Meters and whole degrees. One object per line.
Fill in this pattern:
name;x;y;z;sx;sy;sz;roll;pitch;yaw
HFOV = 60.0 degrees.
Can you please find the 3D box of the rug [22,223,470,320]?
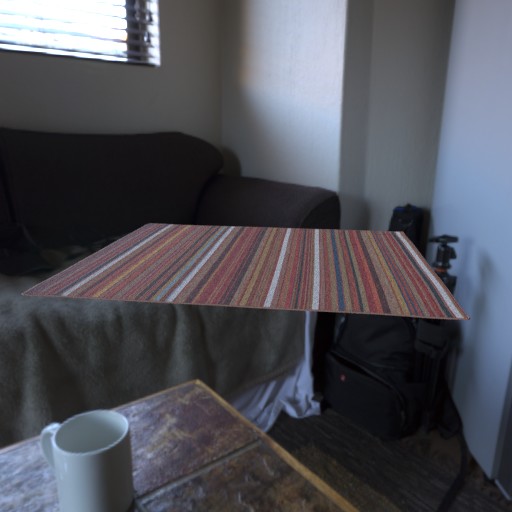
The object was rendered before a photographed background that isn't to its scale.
rug;0.000;0.000;4.162;3.092;0.023;2.479;2;16;8
